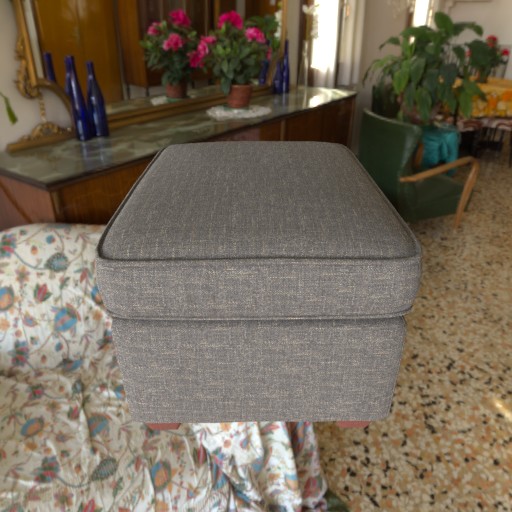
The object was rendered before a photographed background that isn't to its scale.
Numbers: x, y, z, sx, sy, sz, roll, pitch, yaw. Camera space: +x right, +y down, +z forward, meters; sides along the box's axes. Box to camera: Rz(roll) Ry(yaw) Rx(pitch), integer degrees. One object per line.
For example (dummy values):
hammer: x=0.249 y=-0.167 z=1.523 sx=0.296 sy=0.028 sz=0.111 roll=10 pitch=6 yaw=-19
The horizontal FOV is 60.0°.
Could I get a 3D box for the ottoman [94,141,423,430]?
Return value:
ottoman: x=0.000 y=0.000 z=1.086 sx=0.549 sy=0.450 sz=0.749 roll=0 pitch=28 yaw=-1
